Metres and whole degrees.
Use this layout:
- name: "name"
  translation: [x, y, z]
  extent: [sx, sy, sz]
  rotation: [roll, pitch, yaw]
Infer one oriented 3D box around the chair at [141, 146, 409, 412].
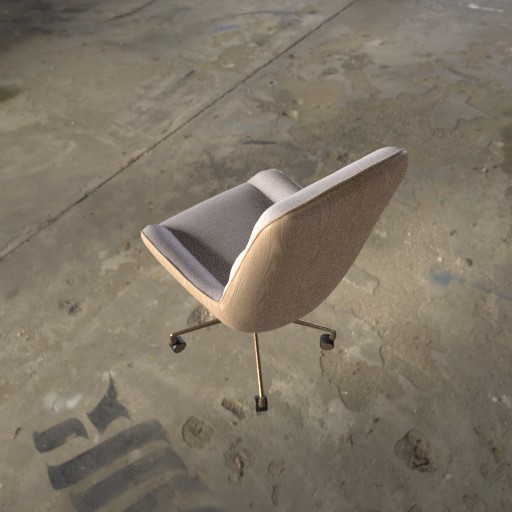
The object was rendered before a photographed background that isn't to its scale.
- name: "chair"
  translation: [0.000, 0.000, 1.378]
  extent: [0.564, 0.952, 0.668]
  rotation: [-30, 53, -25]
